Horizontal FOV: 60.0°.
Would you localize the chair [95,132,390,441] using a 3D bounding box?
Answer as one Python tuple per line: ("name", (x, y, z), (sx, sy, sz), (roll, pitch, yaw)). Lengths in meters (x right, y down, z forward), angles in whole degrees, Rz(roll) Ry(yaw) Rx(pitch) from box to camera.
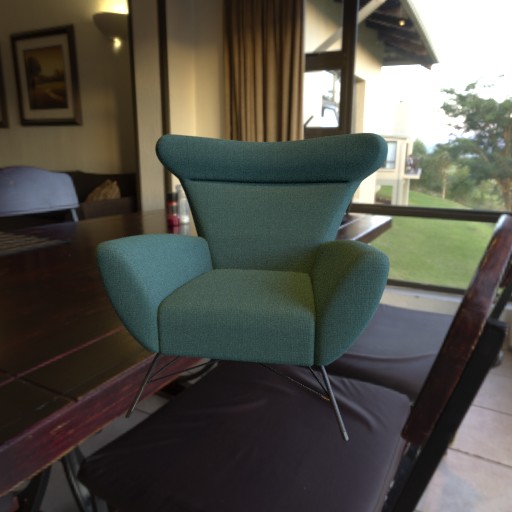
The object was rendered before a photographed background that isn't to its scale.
("chair", (0.000, 0.000, 1.802), (1.050, 0.980, 0.900), (2, 14, 9))
